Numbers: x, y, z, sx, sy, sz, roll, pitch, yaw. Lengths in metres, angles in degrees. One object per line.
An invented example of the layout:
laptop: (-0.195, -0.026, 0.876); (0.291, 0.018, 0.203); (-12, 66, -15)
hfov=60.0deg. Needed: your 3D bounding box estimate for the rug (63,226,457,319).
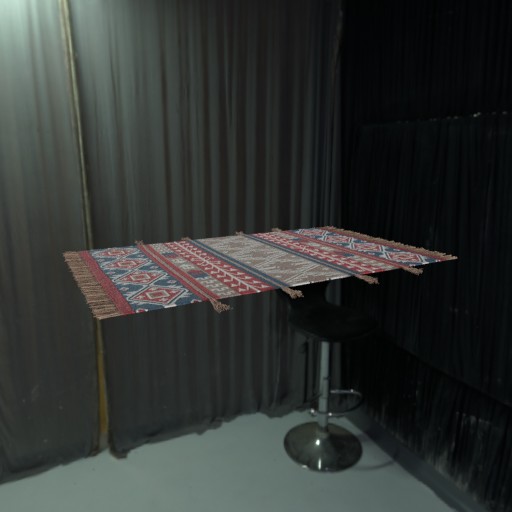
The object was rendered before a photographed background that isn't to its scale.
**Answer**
rug: (0.000, 0.000, 2.624); (2.025, 0.040, 1.469); (-7, 15, -28)
